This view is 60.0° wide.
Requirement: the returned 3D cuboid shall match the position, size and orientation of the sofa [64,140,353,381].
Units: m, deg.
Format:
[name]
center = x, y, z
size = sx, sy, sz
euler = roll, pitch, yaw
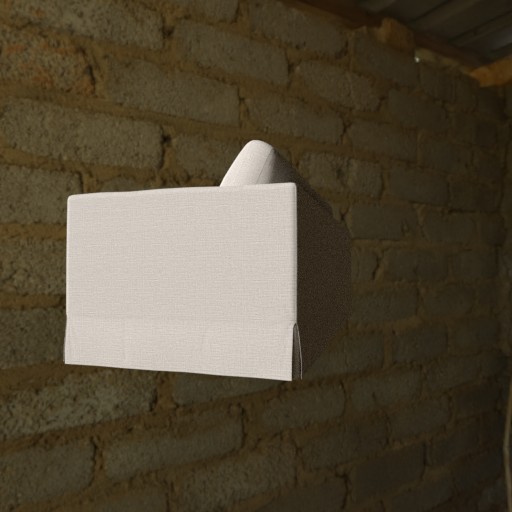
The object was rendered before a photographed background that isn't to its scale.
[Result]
[sofa]
center = 0.000, 0.000, 2.630
size = 0.954, 0.881, 2.163
euler = 0, -2, 17
